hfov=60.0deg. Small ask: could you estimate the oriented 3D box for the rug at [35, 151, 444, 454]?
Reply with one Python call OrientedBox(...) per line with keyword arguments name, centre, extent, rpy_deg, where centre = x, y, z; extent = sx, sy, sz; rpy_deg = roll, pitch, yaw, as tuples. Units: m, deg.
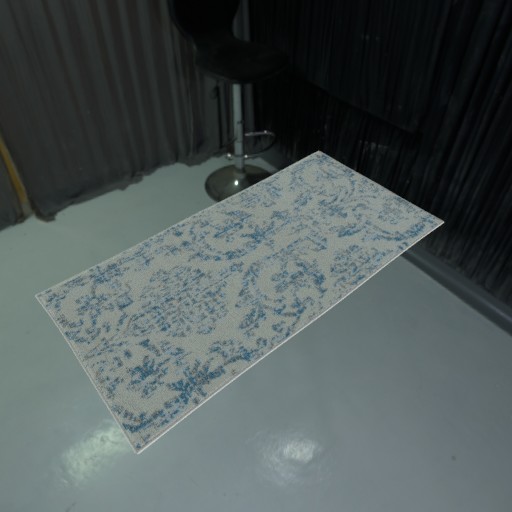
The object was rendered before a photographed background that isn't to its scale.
OrientedBox(name="rug", centre=(0.000, 0.000, 1.431), extent=(1.220, 0.007, 0.605), rpy_deg=(-31, 53, -27))
